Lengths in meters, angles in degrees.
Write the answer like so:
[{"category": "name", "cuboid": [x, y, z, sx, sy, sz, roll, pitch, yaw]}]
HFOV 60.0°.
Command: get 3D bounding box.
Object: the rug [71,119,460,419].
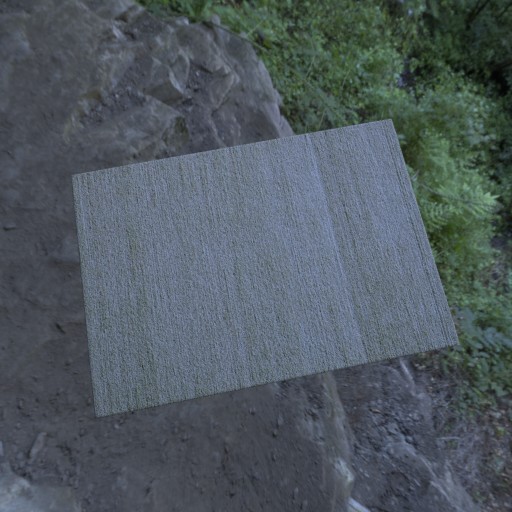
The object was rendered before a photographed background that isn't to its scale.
[{"category": "rug", "cuboid": [0.000, 0.000, 5.016, 3.935, 0.025, 2.782, -11, 76, -3]}]
